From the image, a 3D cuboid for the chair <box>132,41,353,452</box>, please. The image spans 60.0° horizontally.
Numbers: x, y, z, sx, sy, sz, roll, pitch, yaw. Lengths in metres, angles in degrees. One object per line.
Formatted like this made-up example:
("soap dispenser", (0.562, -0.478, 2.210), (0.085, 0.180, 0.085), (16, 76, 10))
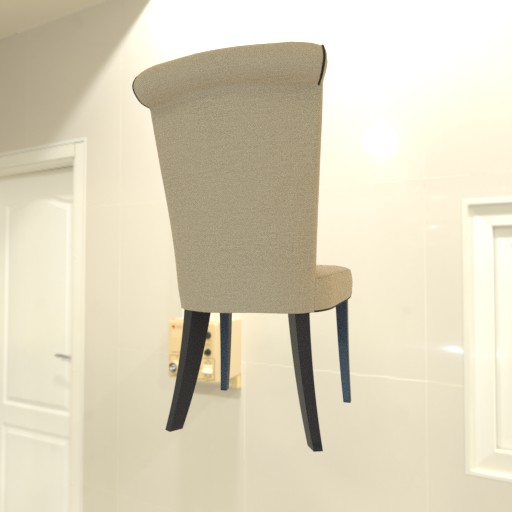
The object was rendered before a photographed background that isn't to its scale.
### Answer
("chair", (0.000, 0.000, 1.335), (0.522, 0.997, 0.623), (-1, -2, 19))
